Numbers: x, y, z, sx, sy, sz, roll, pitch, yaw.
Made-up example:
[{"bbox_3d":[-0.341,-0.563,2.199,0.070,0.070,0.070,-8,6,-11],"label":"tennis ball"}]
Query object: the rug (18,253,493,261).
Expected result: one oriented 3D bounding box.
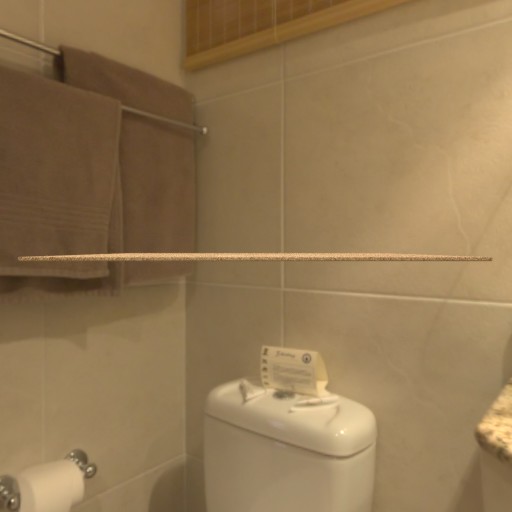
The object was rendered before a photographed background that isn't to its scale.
[{"bbox_3d":[0.000,0.000,3.995,3.000,0.026,2.400,0,1,0],"label":"rug"}]
